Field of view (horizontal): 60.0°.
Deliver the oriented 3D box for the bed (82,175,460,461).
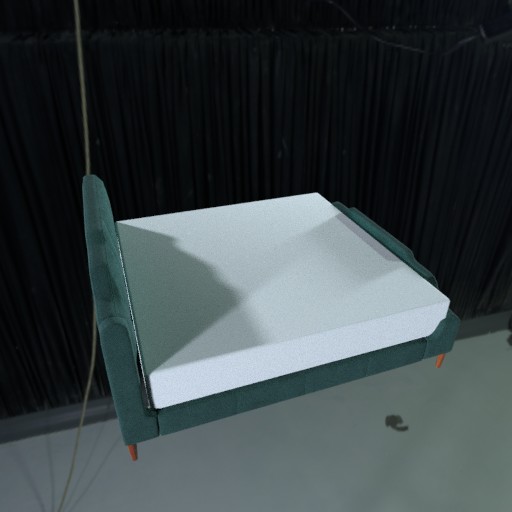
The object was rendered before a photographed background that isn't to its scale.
[{"bbox_3d":[0.000,0.000,3.473,2.340,1.245,2.074,-10,32,-17],"label":"bed"}]
